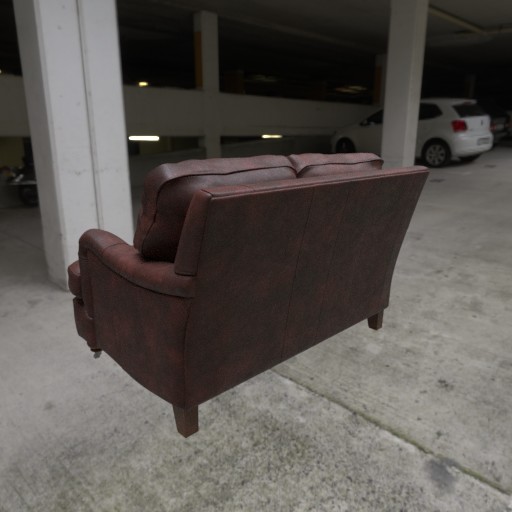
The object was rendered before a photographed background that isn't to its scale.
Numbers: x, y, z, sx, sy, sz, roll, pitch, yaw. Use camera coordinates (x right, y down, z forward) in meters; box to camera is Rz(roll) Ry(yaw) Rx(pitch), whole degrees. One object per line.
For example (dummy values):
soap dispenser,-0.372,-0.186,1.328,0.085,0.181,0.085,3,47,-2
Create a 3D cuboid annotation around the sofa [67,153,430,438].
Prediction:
sofa,0.000,0.000,2.368,1.628,1.070,1.148,-15,21,-42
